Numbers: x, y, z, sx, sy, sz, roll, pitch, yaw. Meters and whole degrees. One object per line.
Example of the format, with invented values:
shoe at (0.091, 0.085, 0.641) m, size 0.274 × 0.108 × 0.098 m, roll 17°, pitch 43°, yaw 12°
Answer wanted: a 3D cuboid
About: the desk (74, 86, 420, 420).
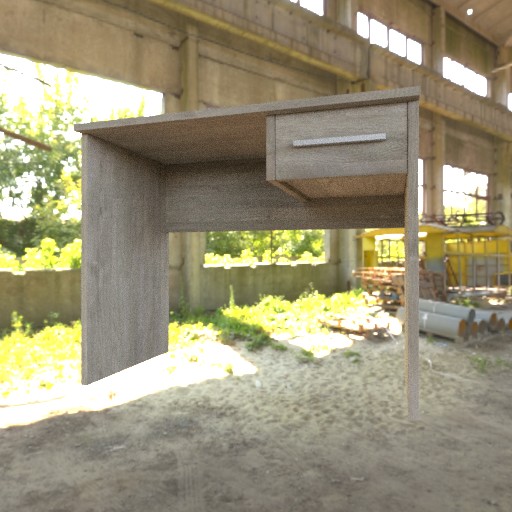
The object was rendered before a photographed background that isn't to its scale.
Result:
desk at (0.000, 0.000, 1.317) m, size 0.893 × 0.724 × 0.498 m, roll 0°, pitch 0°, yaw 18°
